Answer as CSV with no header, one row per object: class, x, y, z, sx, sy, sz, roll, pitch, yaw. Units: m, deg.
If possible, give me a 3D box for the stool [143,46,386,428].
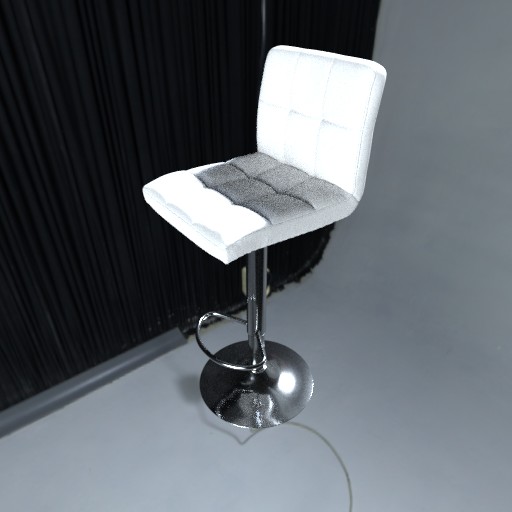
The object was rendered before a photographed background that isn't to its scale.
stool,0.000,0.000,1.364,0.505,1.115,0.430,-23,39,-31
